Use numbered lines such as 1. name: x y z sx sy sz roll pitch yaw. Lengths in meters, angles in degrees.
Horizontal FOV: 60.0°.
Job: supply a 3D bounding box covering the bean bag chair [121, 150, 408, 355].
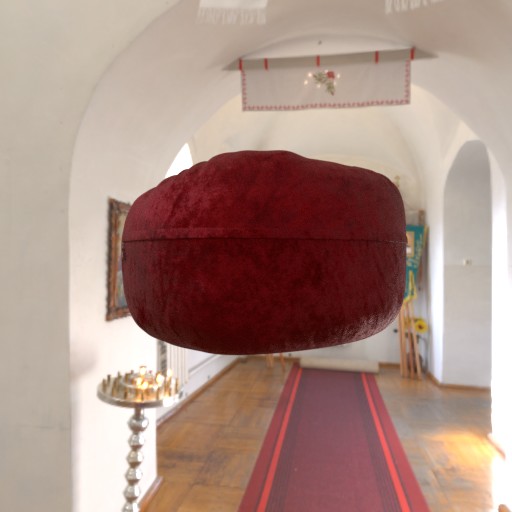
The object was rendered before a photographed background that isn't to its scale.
1. bean bag chair: 0.000 0.000 2.449 1.524 0.878 1.524 0 0 -36
